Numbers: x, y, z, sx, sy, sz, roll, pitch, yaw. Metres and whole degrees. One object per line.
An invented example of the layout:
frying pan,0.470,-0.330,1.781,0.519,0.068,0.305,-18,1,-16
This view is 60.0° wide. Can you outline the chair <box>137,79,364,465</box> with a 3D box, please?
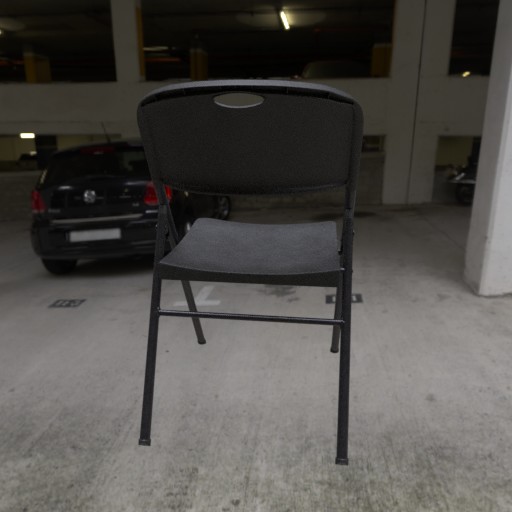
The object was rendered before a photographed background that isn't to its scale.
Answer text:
chair,0.000,0.000,1.166,0.494,0.810,0.566,2,16,8
